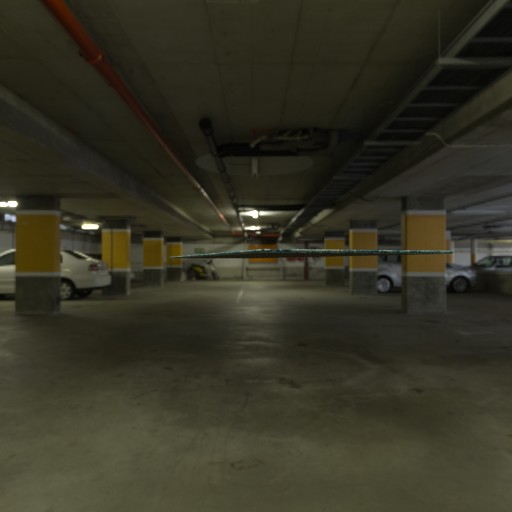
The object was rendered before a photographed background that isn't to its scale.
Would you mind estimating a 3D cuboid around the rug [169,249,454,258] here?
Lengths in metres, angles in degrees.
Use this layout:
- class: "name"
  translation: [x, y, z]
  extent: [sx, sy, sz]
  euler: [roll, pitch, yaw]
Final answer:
- class: "rug"
  translation: [0.000, 0.000, 2.678]
  extent: [0.750, 0.011, 2.435]
  euler: [0, -1, -18]
